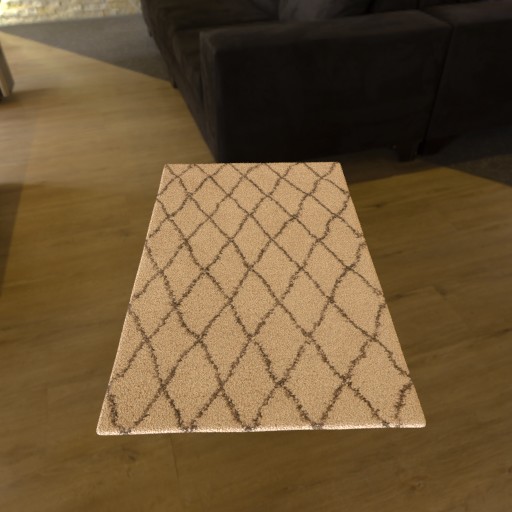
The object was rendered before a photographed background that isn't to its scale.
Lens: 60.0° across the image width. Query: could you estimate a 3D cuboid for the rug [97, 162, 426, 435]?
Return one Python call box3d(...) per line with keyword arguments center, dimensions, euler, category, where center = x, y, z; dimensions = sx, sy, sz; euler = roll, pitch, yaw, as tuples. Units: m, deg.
box3d(center=(0.000, 0.000, 2.953), dimensions=(1.524, 0.030, 2.438), euler=(-1, 41, -1), category="rug")
